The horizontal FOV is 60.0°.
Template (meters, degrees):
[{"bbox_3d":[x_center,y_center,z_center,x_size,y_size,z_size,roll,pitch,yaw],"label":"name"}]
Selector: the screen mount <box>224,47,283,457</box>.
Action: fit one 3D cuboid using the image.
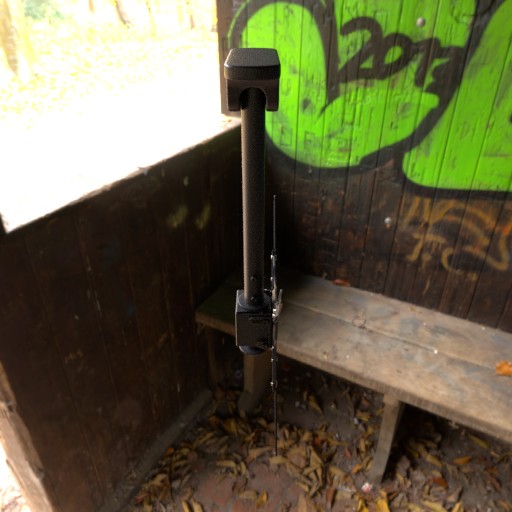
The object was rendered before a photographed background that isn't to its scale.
[{"bbox_3d":[0.000,0.000,0.878,0.090,0.729,0.393,0,31,0],"label":"screen mount"}]
